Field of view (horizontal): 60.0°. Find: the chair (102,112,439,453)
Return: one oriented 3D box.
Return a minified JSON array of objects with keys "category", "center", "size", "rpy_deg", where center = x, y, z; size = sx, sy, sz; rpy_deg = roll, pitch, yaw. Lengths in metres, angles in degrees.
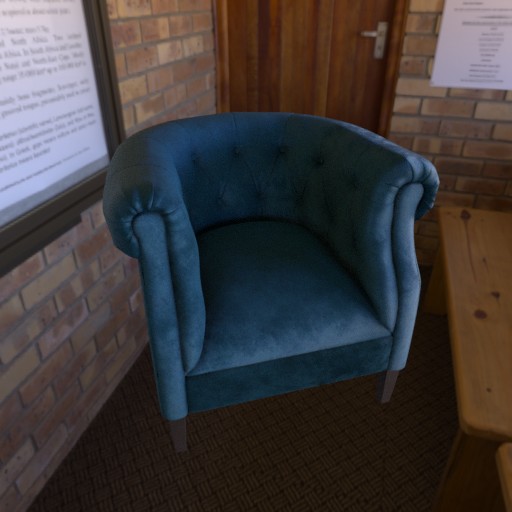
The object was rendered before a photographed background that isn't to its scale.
[{"category":"chair","center":[0.000,0.000,1.535],"size":[0.904,0.826,0.851],"rpy_deg":[-8,31,-14]}]
